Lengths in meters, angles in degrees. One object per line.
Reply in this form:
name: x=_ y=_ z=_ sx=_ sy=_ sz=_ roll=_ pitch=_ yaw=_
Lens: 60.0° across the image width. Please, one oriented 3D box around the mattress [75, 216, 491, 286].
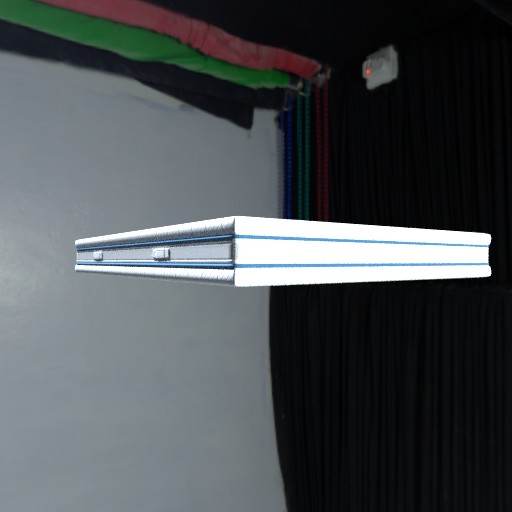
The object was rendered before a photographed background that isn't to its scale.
mattress: x=0.000 y=0.000 z=2.667 sx=1.600 sy=0.230 sz=2.000 roll=0 pitch=-1 yaw=-36
